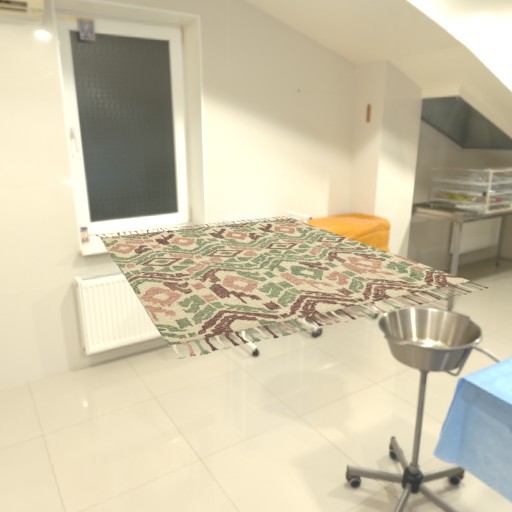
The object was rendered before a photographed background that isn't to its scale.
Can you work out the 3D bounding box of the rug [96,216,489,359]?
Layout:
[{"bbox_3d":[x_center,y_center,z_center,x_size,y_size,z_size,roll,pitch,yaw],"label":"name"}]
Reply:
[{"bbox_3d":[0.000,0.000,4.066,2.438,0.010,3.048,-8,18,-25],"label":"rug"}]
